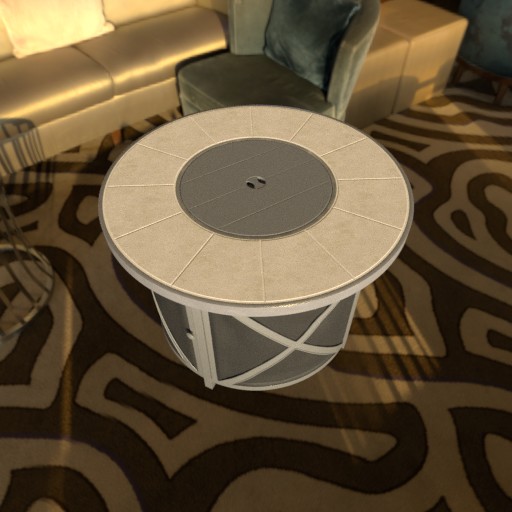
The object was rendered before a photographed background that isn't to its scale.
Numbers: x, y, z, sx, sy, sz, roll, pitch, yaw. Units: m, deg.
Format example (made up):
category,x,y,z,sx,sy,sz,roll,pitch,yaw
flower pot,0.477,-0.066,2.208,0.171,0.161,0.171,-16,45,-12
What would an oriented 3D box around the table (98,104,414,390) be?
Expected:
category,x,y,z,sx,sy,sz,roll,pitch,yaw
table,0.000,0.000,1.560,0.914,0.650,0.914,0,48,0
